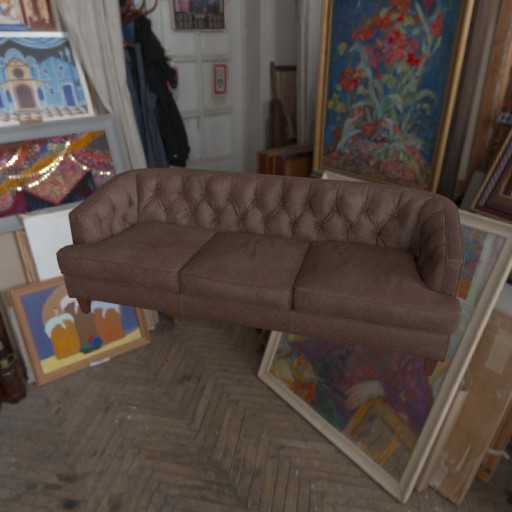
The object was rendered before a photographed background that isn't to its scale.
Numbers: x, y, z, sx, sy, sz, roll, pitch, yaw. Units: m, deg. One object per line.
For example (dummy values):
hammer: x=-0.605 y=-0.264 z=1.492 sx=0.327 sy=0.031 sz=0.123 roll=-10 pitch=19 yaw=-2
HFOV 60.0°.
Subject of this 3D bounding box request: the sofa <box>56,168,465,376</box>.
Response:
sofa: x=0.000 y=0.000 z=2.694 sx=2.227 sy=0.787 sz=0.927 roll=7 pitch=27 yaw=15
